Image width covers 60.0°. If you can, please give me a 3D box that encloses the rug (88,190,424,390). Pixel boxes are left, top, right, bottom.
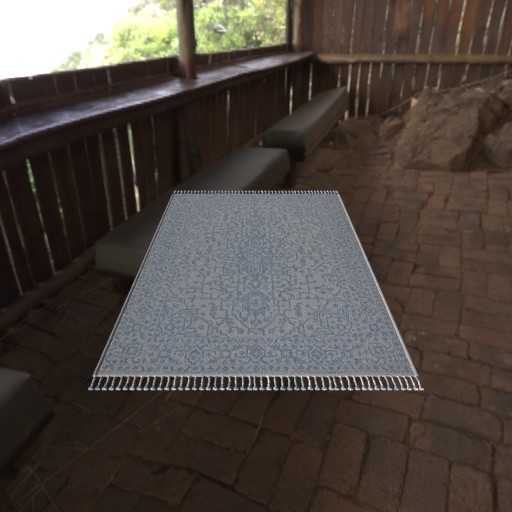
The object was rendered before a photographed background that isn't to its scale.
[{"bbox_3d":[0.000,0.000,3.063,1.524,0.010,2.438,0,30,0],"label":"rug"}]
